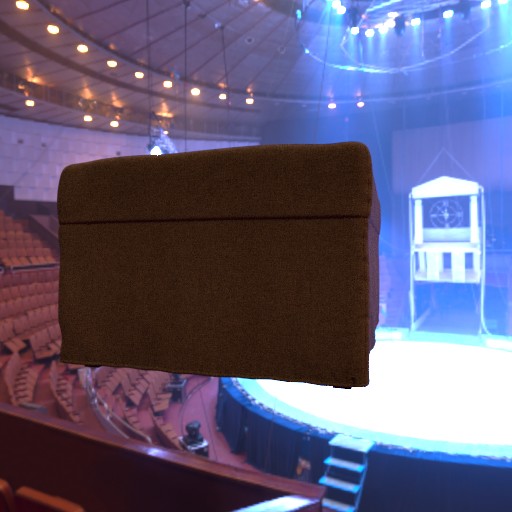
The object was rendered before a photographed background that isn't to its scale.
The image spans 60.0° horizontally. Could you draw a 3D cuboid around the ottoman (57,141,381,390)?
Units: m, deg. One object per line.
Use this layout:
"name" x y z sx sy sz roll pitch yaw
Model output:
"ottoman" 0.000 0.000 1.227 0.652 0.492 0.833 0 0 17
